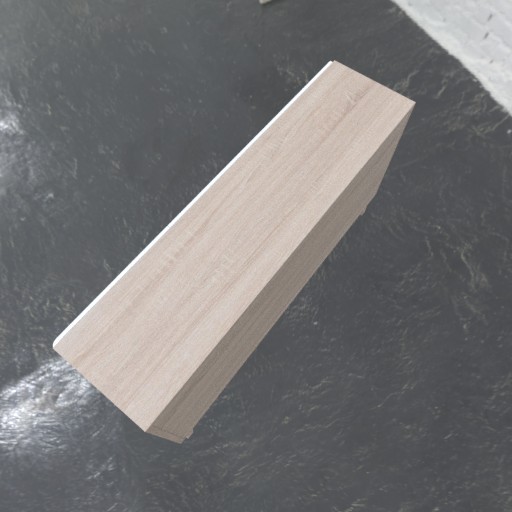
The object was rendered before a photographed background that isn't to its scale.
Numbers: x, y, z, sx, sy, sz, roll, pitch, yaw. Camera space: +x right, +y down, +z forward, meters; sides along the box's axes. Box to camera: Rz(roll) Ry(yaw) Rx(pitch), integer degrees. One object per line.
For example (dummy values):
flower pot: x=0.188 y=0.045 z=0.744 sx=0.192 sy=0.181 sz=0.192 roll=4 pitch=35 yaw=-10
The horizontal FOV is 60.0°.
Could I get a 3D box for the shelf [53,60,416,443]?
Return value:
shelf: x=0.000 y=0.000 z=1.850 sx=0.400 sy=0.780 sz=1.490 roll=35 pitch=69 yaw=15
